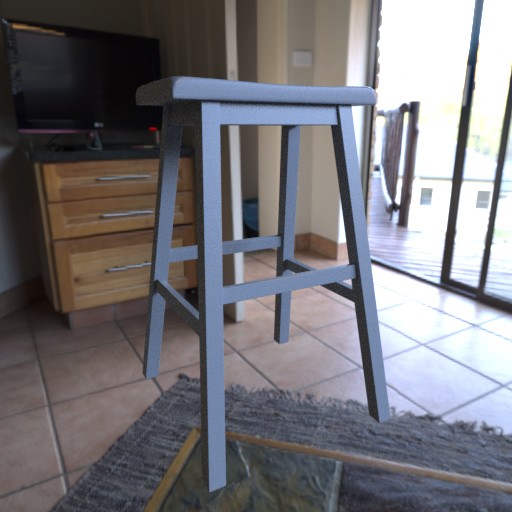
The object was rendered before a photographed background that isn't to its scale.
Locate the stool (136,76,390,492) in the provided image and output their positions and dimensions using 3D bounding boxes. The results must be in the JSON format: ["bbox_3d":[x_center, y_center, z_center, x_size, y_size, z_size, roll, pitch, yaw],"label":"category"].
[{"bbox_3d":[0.000,0.000,1.030,0.457,0.737,0.476,-9,18,-27],"label":"stool"}]
